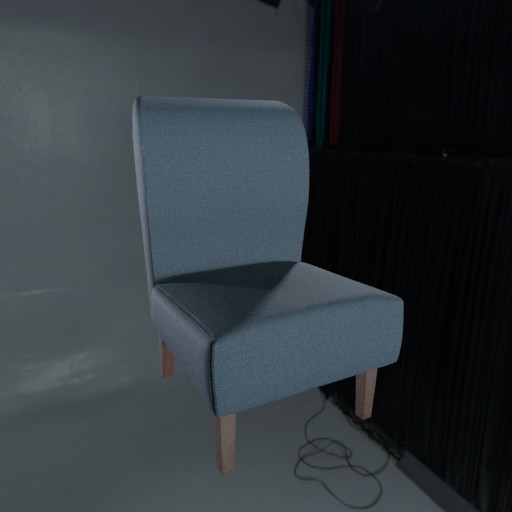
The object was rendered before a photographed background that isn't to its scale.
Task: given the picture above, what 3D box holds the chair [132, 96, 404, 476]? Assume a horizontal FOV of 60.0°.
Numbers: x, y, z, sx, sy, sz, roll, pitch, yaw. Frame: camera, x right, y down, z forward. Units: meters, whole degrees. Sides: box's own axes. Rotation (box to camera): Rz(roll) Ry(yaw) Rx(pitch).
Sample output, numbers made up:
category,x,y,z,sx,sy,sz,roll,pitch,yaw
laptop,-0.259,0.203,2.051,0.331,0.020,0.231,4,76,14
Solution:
category,x,y,z,sx,sy,sz,roll,pitch,yaw
chair,0.000,0.000,1.147,0.513,0.804,0.592,-9,18,-28
